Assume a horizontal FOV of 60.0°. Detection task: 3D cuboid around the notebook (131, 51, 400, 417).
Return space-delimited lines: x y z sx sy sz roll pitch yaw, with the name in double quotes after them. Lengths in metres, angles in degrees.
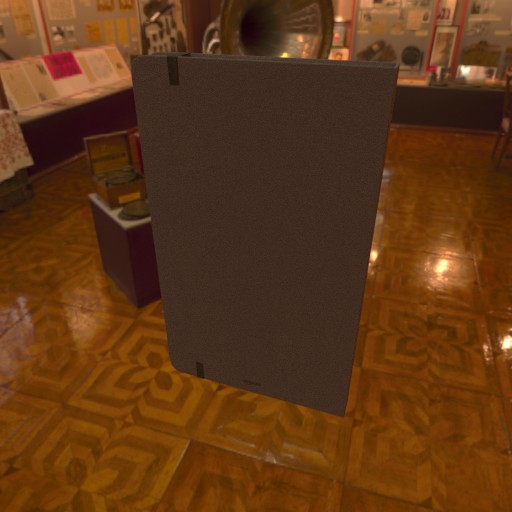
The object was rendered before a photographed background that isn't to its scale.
0.000 0.000 0.259 0.127 0.213 0.016 10 33 17 "notebook"
